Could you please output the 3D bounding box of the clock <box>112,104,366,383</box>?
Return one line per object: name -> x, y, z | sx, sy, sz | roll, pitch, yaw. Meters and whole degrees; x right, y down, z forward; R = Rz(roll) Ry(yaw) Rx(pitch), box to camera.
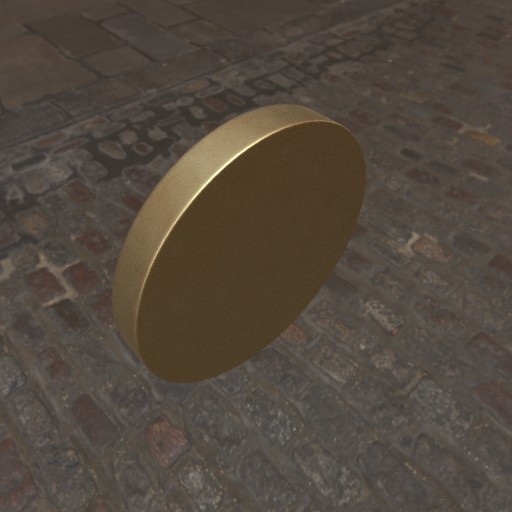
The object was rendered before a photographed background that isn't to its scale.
clock -> 0.000, 0.000, 0.473 | 0.314, 0.314, 0.040 | -33, 55, -27
